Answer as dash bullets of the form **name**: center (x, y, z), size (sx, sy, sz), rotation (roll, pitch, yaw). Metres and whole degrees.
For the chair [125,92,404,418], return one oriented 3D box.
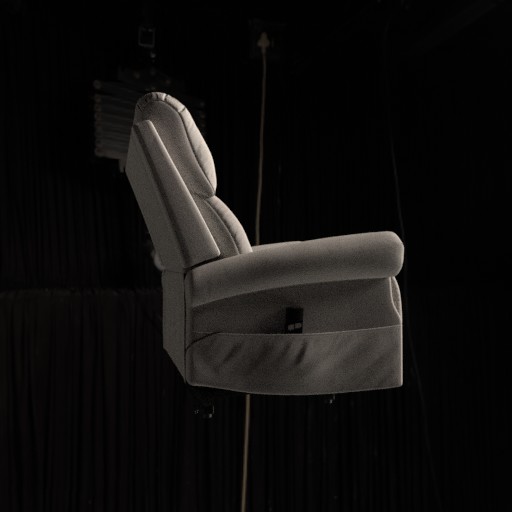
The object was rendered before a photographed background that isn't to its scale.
- **chair**: center (0.000, 0.000, 1.759), size (0.979, 1.031, 0.871), rotation (0, -1, -18)
